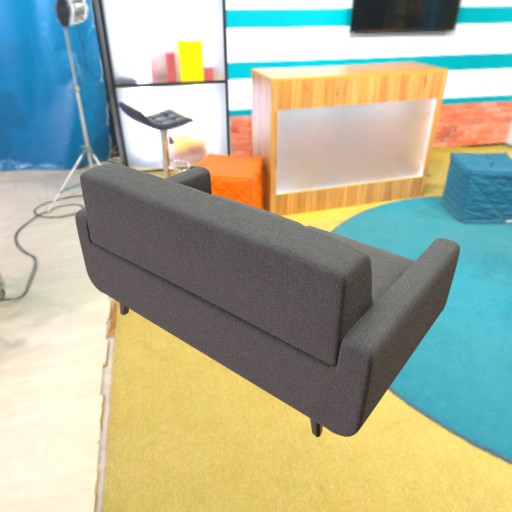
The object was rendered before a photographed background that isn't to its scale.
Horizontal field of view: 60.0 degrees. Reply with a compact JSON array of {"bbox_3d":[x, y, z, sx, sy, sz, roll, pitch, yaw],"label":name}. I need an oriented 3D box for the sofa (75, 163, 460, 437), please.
[{"bbox_3d":[0.000,0.000,2.166,1.631,0.841,0.909,22,37,32],"label":"sofa"}]
